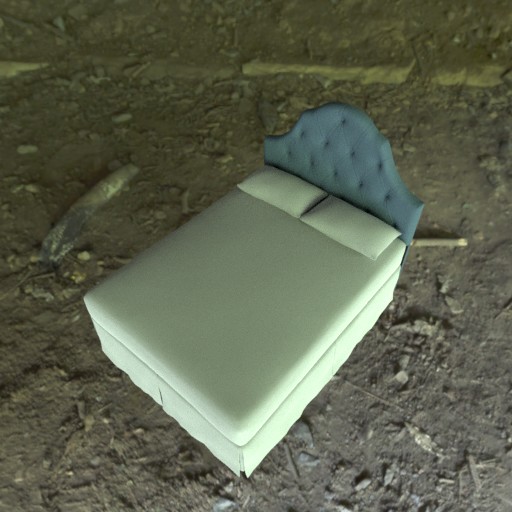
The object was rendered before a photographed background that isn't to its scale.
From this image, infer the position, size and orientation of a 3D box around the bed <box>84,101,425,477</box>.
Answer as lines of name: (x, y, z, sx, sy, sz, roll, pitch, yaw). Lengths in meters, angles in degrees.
bed: (0.000, 0.000, 3.295, 1.636, 1.575, 2.155, 31, 53, 27)
